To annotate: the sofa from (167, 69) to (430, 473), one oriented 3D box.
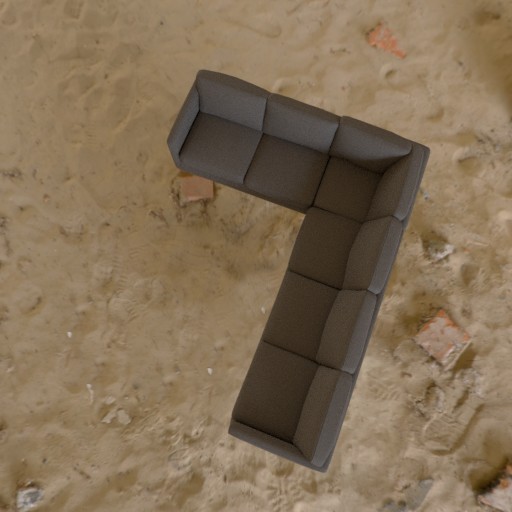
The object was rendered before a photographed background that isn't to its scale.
[{"bbox_3d":[0.000,0.000,4.463,2.593,0.947,3.302,21,77,5],"label":"sofa"}]
